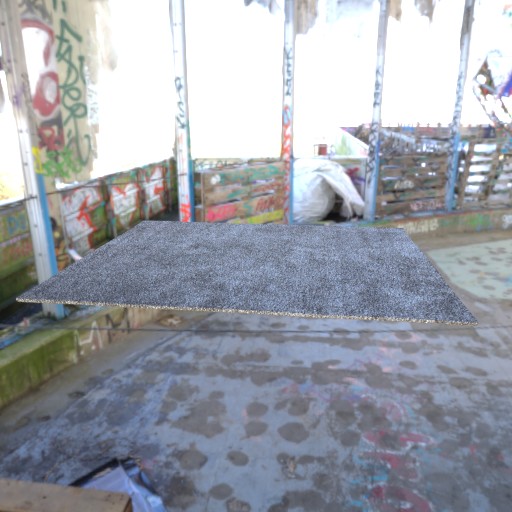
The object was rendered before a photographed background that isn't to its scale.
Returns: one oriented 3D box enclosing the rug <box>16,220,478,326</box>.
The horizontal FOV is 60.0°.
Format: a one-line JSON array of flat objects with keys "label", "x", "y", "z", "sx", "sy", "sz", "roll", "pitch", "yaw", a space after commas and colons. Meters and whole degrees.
[{"label": "rug", "x": 0.000, "y": 0.000, "z": 3.970, "sx": 3.000, "sy": 0.025, "sz": 2.401, "roll": 2, "pitch": 18, "yaw": 7}]
